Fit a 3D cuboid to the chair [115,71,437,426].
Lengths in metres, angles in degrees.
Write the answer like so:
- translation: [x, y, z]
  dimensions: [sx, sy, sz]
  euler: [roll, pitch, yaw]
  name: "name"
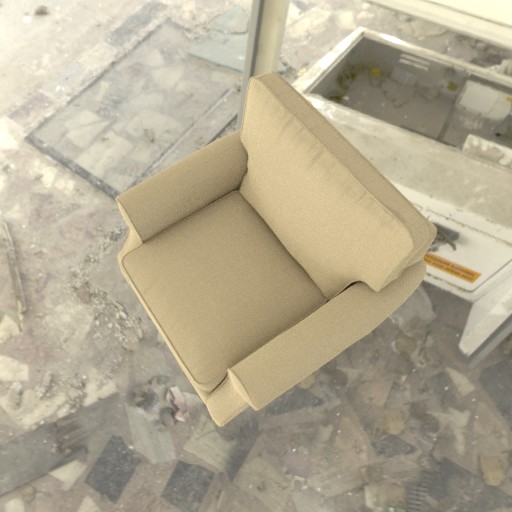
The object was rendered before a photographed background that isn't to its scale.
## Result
- translation: [0.000, 0.000, 1.797]
  dimensions: [0.966, 0.967, 1.029]
  euler: [-32, 68, -15]
  name: "chair"
